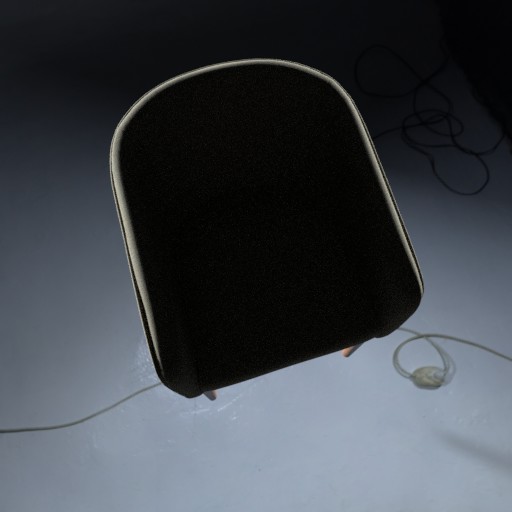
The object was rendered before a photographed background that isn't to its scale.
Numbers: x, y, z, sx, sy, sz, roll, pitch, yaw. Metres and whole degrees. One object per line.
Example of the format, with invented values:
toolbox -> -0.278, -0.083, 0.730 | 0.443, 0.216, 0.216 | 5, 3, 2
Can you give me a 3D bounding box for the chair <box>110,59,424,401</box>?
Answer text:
chair -> 0.000, 0.000, 1.200 | 0.584, 0.775, 0.616 | -16, 66, -7
